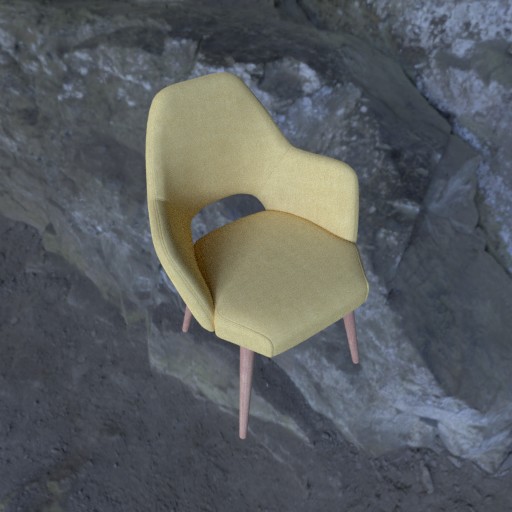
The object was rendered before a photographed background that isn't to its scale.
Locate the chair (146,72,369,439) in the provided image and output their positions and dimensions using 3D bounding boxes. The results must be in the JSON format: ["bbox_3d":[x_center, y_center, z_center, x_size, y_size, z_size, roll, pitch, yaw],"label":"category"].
[{"bbox_3d":[0.000,0.000,1.289,0.590,0.840,0.610,-26,51,-23],"label":"chair"}]
